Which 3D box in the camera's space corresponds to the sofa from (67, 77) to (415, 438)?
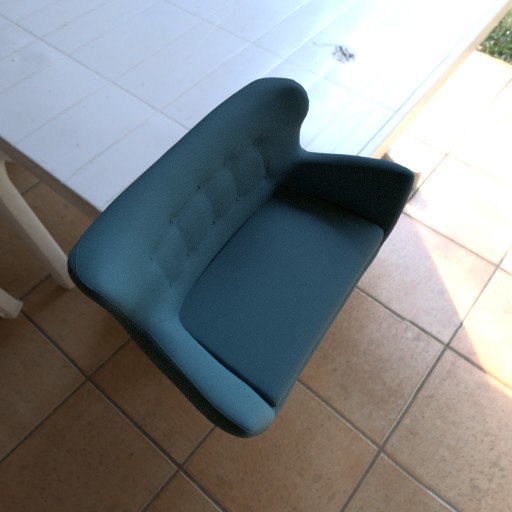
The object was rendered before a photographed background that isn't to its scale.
[{"bbox_3d":[0.000,0.000,1.991,0.889,0.889,1.397,29,62,18],"label":"sofa"}]
